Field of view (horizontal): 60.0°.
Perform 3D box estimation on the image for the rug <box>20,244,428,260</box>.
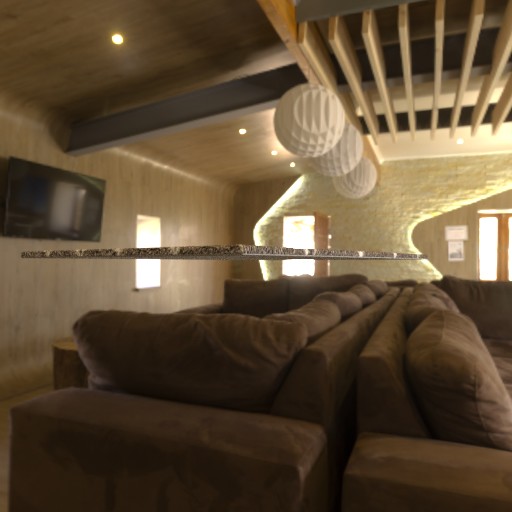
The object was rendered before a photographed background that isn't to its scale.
[{"bbox_3d":[0.000,0.000,2.257,1.219,0.030,1.778,-1,-1,36],"label":"rug"}]
